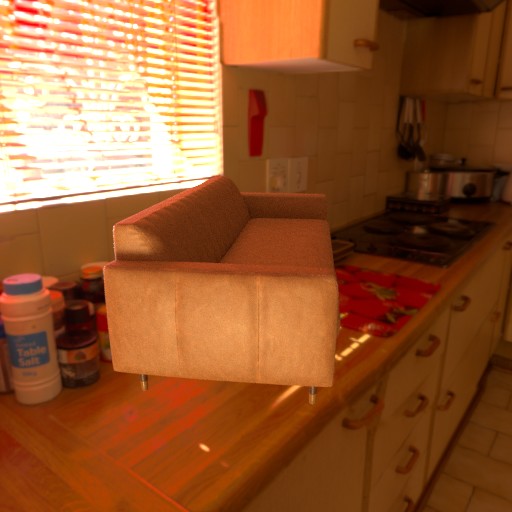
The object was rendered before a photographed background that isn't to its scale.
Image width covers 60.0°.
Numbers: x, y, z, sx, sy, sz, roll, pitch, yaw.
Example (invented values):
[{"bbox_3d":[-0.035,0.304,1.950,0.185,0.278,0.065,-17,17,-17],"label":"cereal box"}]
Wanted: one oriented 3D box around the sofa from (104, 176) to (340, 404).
[{"bbox_3d":[0.000,0.000,2.876,0.990,0.821,2.291,2,16,7],"label":"sofa"}]
